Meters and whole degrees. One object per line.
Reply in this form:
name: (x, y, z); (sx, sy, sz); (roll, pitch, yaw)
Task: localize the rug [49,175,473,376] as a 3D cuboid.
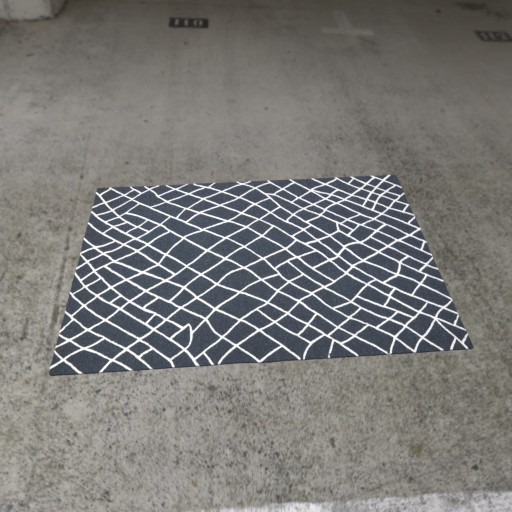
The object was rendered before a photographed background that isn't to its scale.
rug: (0.000, 0.000, 2.300); (1.830, 0.013, 1.223); (-3, 48, -3)
